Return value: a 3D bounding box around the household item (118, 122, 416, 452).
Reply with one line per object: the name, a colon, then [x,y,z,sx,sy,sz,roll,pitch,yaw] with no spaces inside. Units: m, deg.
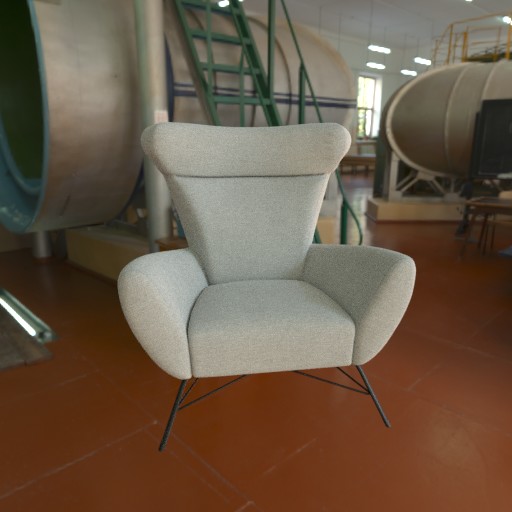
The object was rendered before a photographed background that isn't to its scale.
household item: [0.000,0.000,1.796,0.980,1.050,0.900,-2,16,-9]
